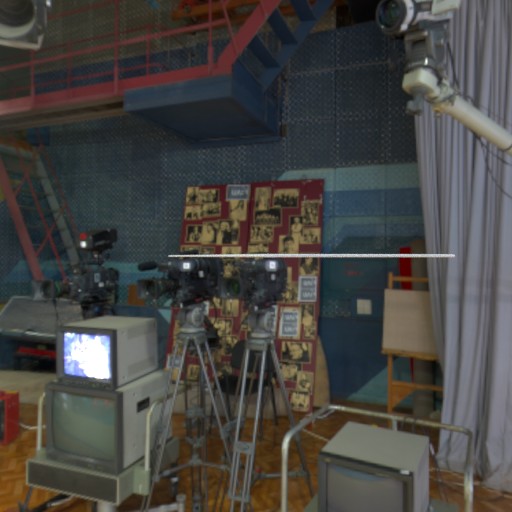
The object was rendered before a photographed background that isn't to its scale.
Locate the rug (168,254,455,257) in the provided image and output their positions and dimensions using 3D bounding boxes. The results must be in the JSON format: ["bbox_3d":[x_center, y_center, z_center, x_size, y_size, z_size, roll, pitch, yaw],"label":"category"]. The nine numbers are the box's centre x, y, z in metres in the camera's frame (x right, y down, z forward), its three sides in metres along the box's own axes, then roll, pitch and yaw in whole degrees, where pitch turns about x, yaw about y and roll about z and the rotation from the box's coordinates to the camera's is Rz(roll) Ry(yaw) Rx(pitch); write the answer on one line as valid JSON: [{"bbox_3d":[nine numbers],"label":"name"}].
[{"bbox_3d":[0.000,0.000,1.996,0.562,0.009,1.824,0,0,-18],"label":"rug"}]
